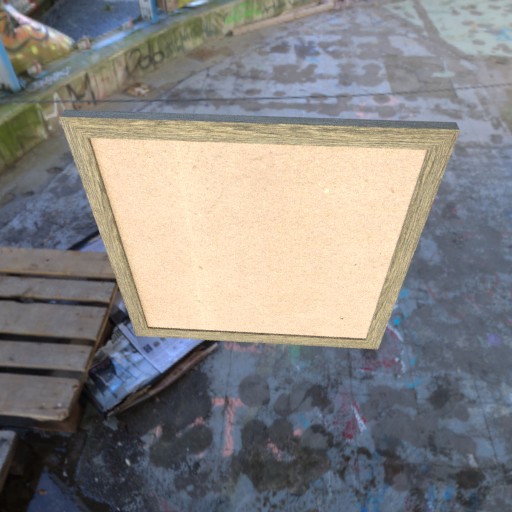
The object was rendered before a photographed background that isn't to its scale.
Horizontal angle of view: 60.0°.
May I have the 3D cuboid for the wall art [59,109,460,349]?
[{"bbox_3d":[0.000,0.000,0.751,0.508,0.508,0.019,3,47,3],"label":"wall art"}]
